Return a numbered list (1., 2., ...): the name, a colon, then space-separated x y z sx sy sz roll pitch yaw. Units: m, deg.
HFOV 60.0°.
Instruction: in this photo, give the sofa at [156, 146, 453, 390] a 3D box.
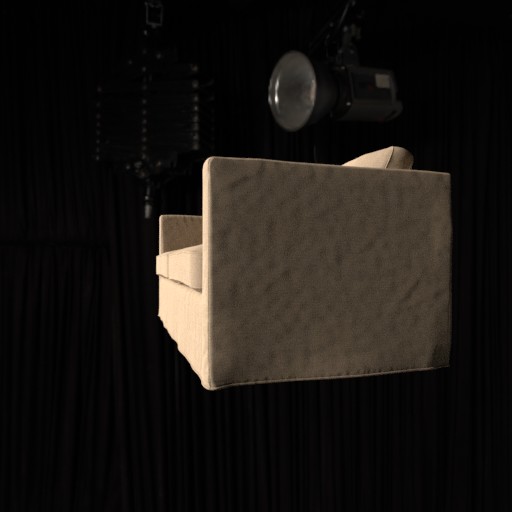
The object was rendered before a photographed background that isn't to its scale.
1. sofa: 0.000 0.000 2.428 0.956 0.847 1.987 0 -1 -17
